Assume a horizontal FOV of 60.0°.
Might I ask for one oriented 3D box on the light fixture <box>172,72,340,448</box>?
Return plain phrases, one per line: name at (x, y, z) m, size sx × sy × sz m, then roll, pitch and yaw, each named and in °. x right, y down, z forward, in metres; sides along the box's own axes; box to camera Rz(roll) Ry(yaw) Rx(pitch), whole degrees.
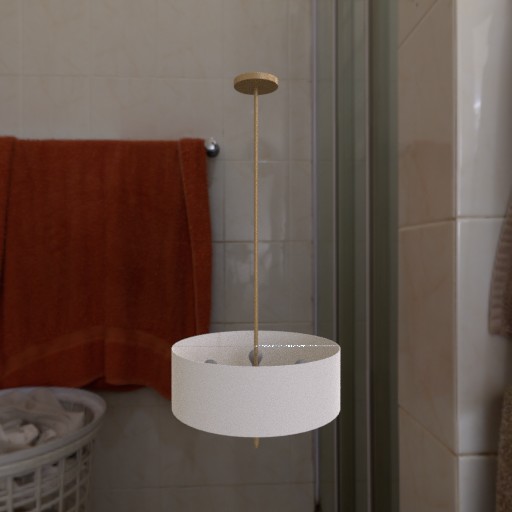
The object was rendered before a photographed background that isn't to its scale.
light fixture at (0.000, 0.000, 1.356) m, size 0.508 × 1.067 × 0.508 m, roll 0°, pitch 0°, yaw 0°
